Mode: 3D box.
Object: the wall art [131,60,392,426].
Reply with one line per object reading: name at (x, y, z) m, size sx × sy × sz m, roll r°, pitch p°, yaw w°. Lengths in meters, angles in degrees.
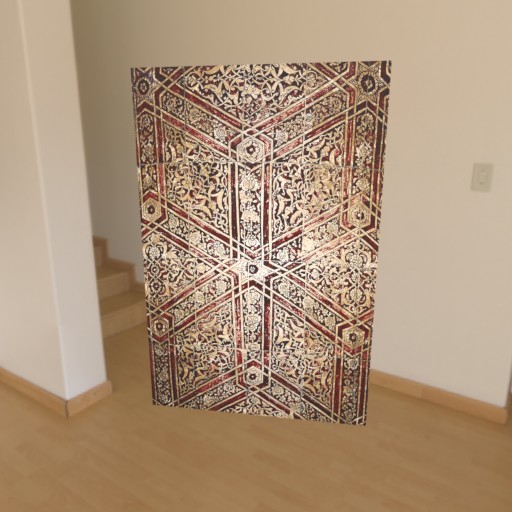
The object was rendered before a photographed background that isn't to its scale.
wall art at (0.000, 0.000, 0.749) m, size 0.397 × 0.599 × 0.020 m, roll 2°, pitch 15°, yaw 9°
